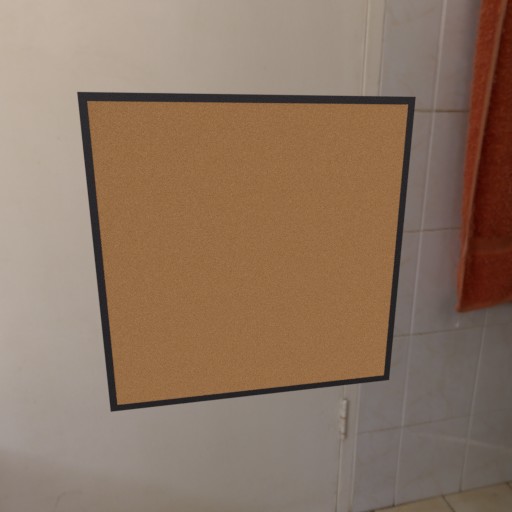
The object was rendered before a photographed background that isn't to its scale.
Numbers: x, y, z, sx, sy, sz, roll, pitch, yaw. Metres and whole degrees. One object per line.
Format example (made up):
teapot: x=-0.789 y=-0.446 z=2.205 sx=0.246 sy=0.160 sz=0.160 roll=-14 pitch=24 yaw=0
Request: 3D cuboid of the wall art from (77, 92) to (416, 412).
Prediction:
wall art: x=0.000 y=0.000 z=0.745 sx=0.509 sy=0.509 sz=0.040 roll=-3 pitch=16 yaw=-11
